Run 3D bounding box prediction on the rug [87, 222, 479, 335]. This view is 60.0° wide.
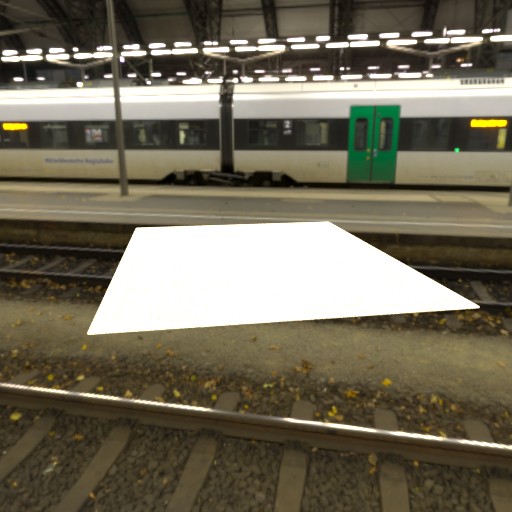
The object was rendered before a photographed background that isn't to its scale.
[{"bbox_3d":[0.000,0.000,4.135,2.441,0.015,3.050,-3,15,-9],"label":"rug"}]
